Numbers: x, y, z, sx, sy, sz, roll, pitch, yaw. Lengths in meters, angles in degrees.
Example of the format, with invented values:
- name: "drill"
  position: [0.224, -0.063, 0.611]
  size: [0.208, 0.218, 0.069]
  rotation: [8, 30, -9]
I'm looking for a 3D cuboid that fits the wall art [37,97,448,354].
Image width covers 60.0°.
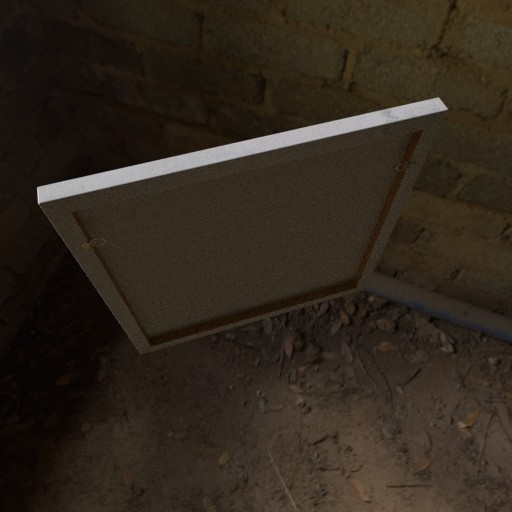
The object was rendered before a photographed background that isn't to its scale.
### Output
- name: "wall art"
  position: [0.000, 0.000, 1.122]
  size: [0.762, 0.762, 0.041]
  rotation: [-15, 60, -9]
